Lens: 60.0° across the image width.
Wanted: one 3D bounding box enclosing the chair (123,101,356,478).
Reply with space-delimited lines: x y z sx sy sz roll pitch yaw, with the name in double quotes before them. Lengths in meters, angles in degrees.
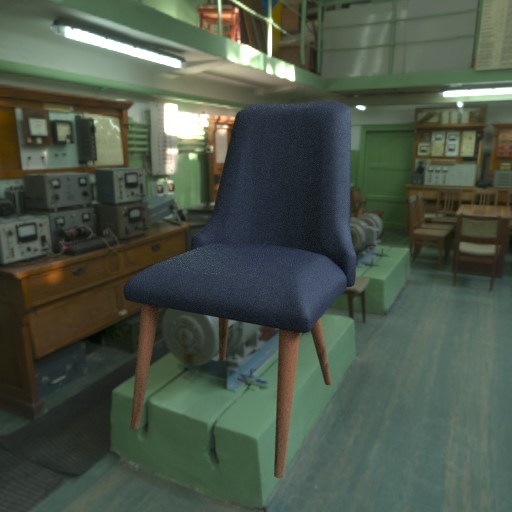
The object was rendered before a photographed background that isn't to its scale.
"chair" 0.000 0.000 1.181 0.504 0.820 0.567 6 15 25
